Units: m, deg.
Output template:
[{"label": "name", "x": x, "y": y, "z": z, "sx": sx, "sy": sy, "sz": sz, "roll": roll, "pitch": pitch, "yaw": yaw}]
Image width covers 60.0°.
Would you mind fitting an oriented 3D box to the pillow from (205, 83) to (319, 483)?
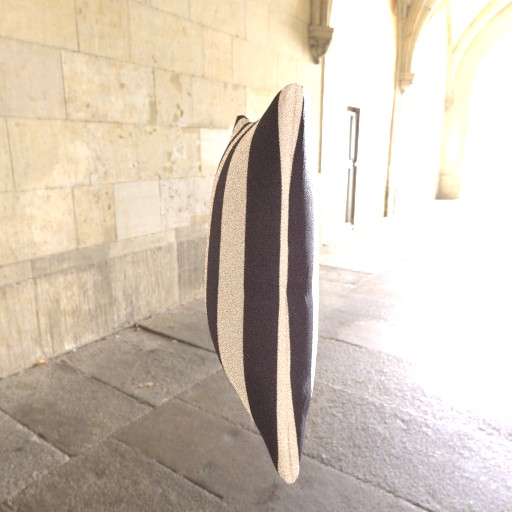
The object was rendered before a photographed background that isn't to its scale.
[{"label": "pillow", "x": 0.000, "y": 0.000, "z": 0.804, "sx": 0.189, "sy": 0.526, "sz": 0.536, "roll": -2, "pitch": 14, "yaw": -10}]
